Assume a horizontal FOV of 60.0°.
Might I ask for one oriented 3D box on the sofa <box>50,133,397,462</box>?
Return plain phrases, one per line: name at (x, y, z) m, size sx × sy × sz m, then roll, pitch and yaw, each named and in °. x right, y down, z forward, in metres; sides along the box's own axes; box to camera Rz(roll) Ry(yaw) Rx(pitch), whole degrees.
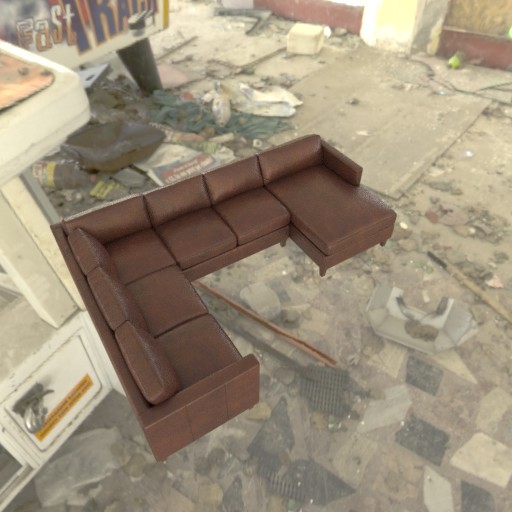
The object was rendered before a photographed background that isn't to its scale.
sofa at (0.000, 0.000, 4.510) m, size 3.324 × 0.891 × 2.452 m, roll -24°, pitch 50°, yaw -22°
